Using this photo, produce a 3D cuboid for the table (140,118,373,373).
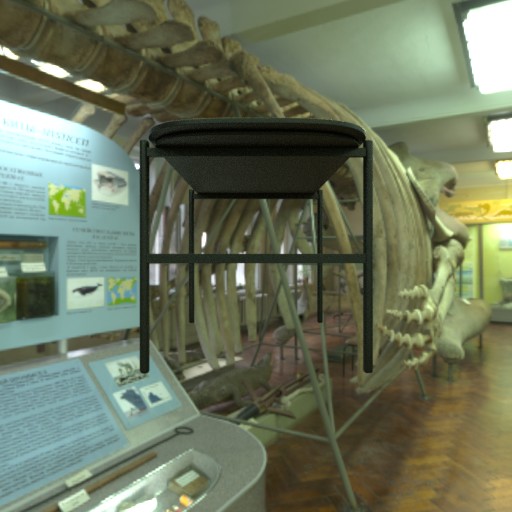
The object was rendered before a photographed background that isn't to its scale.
[{"bbox_3d":[0.000,0.000,1.040,0.400,0.400,0.800,0,0,0],"label":"table"}]
